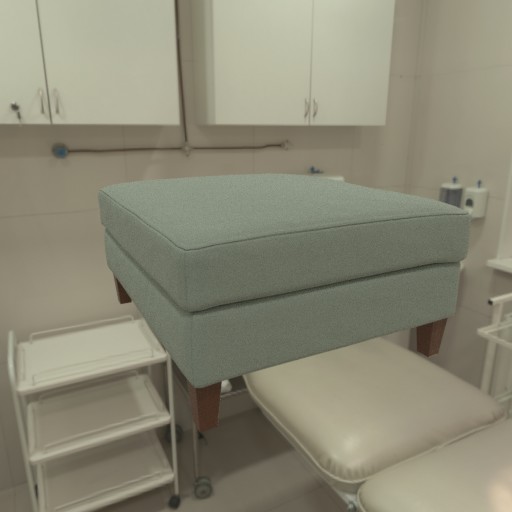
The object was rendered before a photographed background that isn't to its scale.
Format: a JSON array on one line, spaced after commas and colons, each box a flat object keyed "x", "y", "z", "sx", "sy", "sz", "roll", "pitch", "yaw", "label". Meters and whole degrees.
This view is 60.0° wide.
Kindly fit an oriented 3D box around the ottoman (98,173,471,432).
[{"x": 0.000, "y": 0.000, "z": 1.478, "sx": 0.842, "sy": 0.494, "sz": 0.991, "roll": -8, "pitch": 18, "yaw": -27, "label": "ottoman"}]
